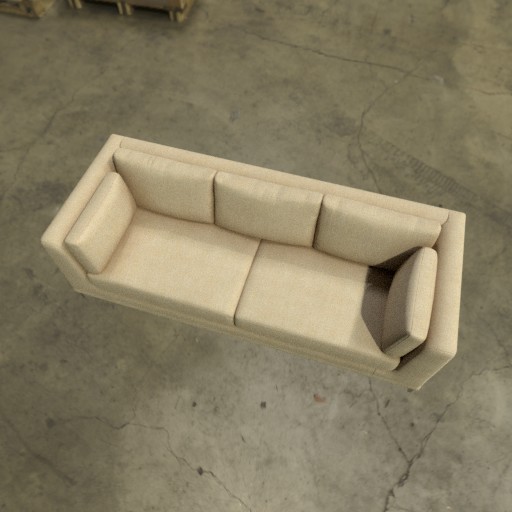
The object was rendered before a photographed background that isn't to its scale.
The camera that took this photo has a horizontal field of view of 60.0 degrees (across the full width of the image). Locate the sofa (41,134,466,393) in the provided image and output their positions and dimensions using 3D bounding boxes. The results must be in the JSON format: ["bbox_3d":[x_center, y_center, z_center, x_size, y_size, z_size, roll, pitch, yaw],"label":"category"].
[{"bbox_3d":[0.000,0.000,2.934,2.415,0.867,0.969,14,59,9],"label":"sofa"}]
